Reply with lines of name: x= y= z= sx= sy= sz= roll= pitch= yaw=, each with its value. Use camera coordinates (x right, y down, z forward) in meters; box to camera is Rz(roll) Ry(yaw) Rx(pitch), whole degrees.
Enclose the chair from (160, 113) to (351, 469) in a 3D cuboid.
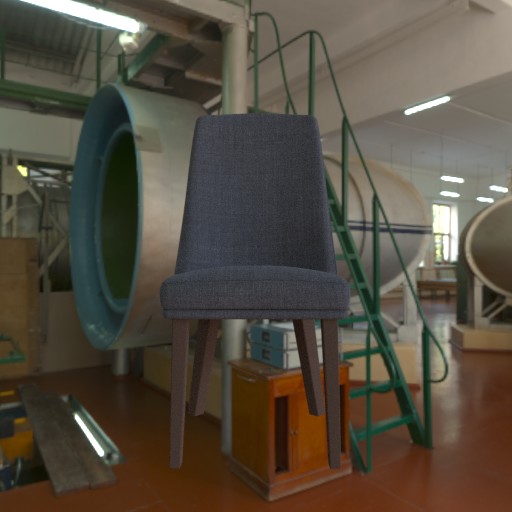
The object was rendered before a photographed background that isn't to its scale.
chair: x=0.000 y=0.000 z=1.351 sx=0.510 sy=1.050 sz=0.577 roll=0 pitch=0 yaw=1
